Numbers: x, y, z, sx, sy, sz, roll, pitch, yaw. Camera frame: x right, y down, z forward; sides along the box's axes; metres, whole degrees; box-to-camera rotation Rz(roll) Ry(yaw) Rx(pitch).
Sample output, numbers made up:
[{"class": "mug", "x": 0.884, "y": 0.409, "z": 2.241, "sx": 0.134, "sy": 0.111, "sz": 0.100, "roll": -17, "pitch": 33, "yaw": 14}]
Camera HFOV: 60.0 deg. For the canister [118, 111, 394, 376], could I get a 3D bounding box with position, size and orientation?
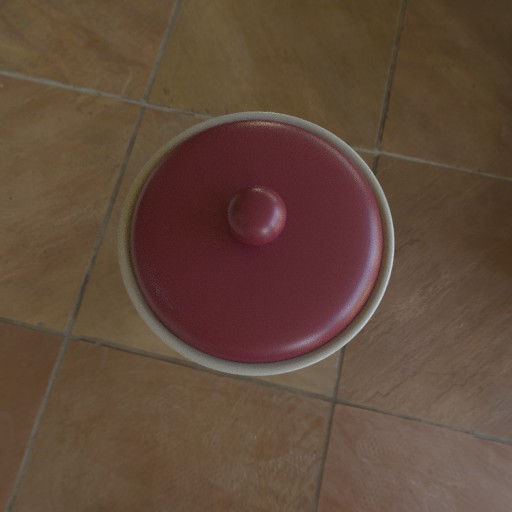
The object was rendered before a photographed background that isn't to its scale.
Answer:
[{"class": "canister", "x": 0.000, "y": 0.000, "z": 0.347, "sx": 0.181, "sy": 0.211, "sz": 0.181, "roll": 0, "pitch": 75, "yaw": 0}]
